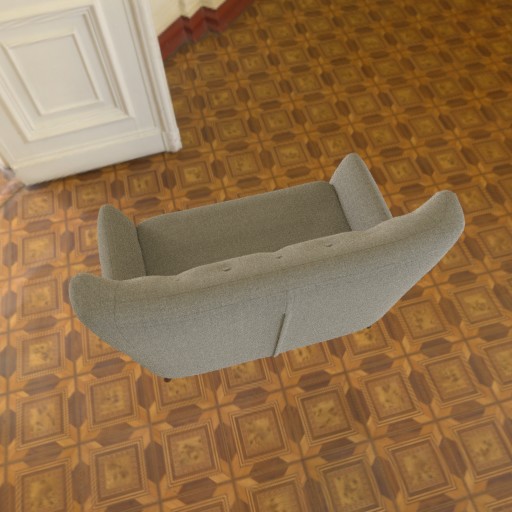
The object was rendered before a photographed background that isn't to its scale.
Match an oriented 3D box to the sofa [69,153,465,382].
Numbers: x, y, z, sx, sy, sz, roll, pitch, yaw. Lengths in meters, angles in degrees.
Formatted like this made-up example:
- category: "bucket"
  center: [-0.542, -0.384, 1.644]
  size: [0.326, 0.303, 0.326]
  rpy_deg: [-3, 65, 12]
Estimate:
- category: "sofa"
  center: [0.000, 0.000, 2.008]
  size: [1.386, 1.028, 0.884]
  rpy_deg: [-13, 60, -8]
